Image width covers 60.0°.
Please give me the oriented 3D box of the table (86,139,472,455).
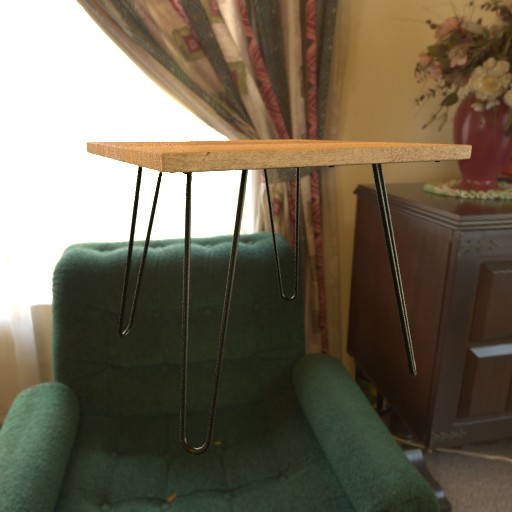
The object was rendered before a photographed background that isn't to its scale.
[{"bbox_3d":[0.000,0.000,1.014,0.599,0.500,0.599,-9,18,-28],"label":"table"}]
